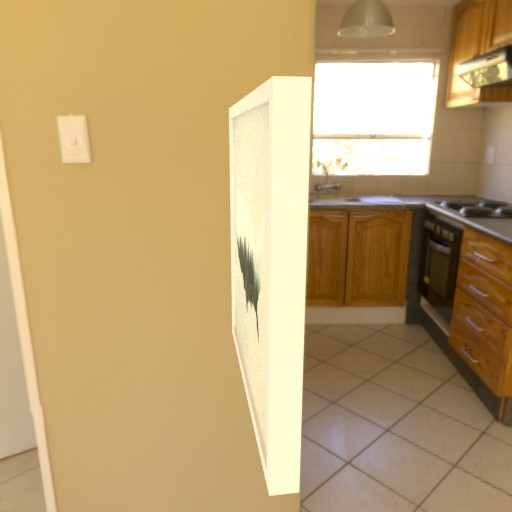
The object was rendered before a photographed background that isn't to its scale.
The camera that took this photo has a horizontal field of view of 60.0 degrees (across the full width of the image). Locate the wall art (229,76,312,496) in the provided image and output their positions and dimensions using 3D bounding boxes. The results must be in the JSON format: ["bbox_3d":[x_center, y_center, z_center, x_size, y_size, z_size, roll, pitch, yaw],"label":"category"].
[{"bbox_3d":[0.000,0.000,0.452,0.024,0.304,0.304,-2,15,-8],"label":"wall art"}]
